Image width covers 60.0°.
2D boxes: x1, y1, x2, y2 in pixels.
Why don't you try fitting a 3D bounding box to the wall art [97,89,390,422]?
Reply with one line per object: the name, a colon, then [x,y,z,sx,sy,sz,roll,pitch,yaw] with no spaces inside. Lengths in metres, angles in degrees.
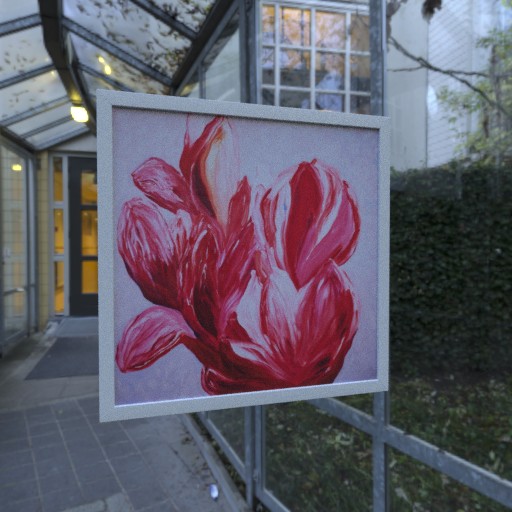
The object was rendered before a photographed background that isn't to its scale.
wall art: [0.000,0.000,0.679,0.455,0.453,0.023,0,2,-17]
